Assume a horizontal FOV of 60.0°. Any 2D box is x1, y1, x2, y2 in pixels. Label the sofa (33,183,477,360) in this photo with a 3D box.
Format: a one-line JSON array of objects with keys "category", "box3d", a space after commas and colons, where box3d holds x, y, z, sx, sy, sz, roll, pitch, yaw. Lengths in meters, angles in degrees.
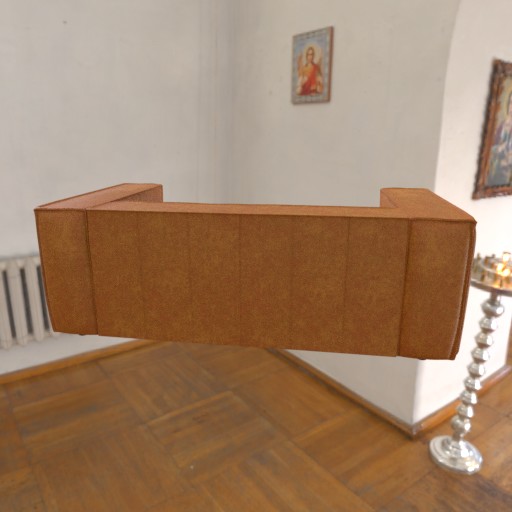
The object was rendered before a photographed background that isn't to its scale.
[{"category": "sofa", "box3d": [0.000, 0.000, 2.570, 2.088, 0.703, 1.102, 2, 16, 8]}]
